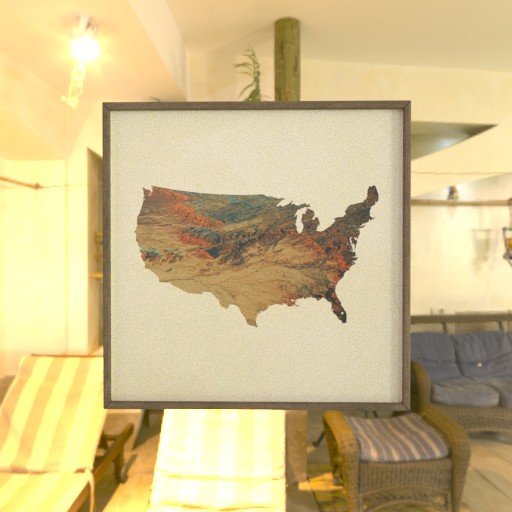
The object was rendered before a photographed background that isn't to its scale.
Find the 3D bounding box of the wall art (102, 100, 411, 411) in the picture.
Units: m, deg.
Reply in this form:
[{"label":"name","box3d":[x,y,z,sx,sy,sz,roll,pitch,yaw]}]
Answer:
[{"label":"wall art","box3d":[0.000,0.000,1.102,0.749,0.751,0.050,0,1,1]}]
